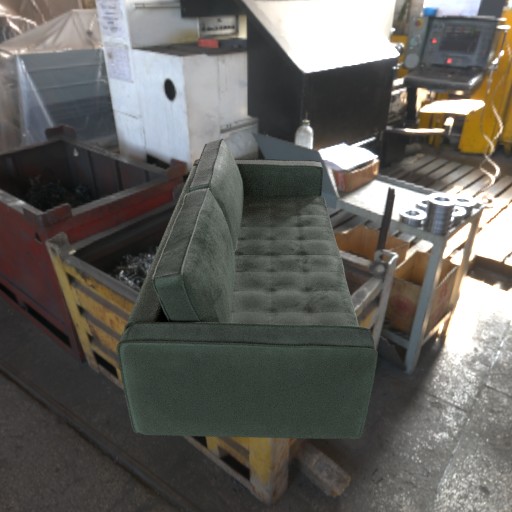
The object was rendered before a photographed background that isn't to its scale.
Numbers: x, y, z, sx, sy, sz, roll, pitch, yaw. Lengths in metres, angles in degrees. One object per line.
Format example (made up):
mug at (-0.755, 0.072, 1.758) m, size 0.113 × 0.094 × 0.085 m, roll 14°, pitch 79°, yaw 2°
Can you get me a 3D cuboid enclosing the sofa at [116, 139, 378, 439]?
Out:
sofa at (0.000, 0.000, 2.285) m, size 0.886 × 0.781 × 1.816 m, roll 1°, pitch 31°, yaw 1°
